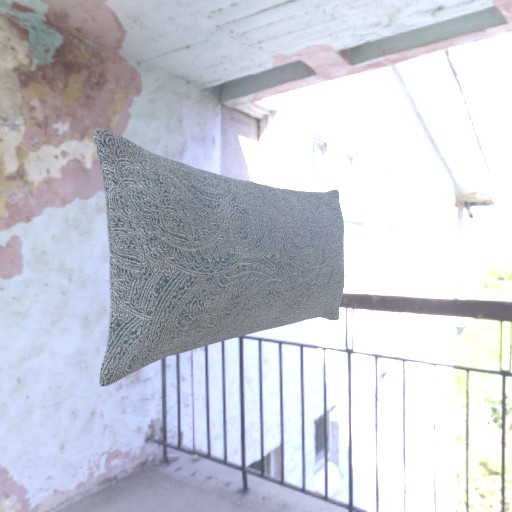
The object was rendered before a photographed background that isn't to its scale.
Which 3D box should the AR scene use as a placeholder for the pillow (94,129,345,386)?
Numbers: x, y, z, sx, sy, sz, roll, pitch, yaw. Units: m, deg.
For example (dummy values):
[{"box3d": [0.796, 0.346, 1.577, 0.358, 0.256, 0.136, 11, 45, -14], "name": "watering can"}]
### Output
[{"box3d": [0.000, 0.000, 0.748, 0.151, 0.295, 0.615, 1, 1, 36], "name": "pillow"}]
